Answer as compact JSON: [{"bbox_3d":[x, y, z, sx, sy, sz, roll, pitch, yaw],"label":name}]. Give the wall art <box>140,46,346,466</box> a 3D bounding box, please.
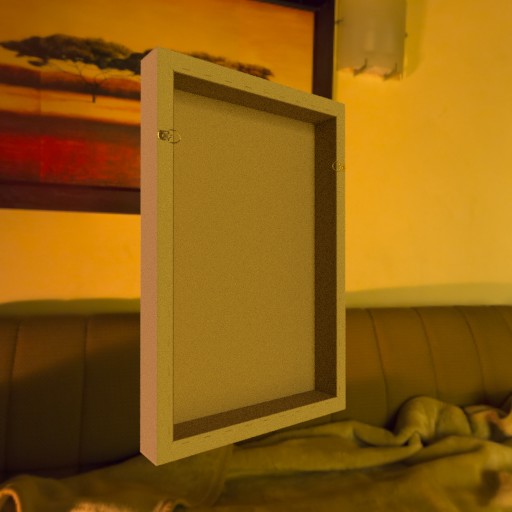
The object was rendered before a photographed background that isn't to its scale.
[{"bbox_3d":[0.000,0.000,0.492,0.252,0.381,0.039,0,0,-37],"label":"wall art"}]
